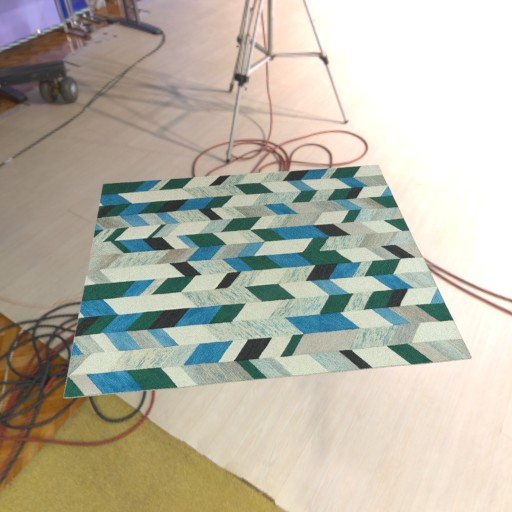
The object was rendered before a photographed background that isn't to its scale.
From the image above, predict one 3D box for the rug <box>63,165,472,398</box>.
[{"bbox_3d":[0.000,0.000,4.059,3.036,0.008,2.440,-5,48,-4],"label":"rug"}]
